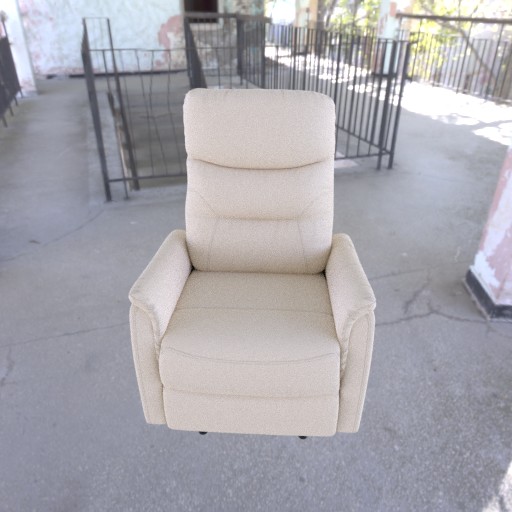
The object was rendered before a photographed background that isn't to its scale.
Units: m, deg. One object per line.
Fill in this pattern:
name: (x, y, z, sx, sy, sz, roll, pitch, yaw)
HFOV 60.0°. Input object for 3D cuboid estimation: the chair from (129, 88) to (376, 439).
chair: (0.000, 0.000, 1.636, 0.775, 1.082, 0.831, 2, 30, 3)
